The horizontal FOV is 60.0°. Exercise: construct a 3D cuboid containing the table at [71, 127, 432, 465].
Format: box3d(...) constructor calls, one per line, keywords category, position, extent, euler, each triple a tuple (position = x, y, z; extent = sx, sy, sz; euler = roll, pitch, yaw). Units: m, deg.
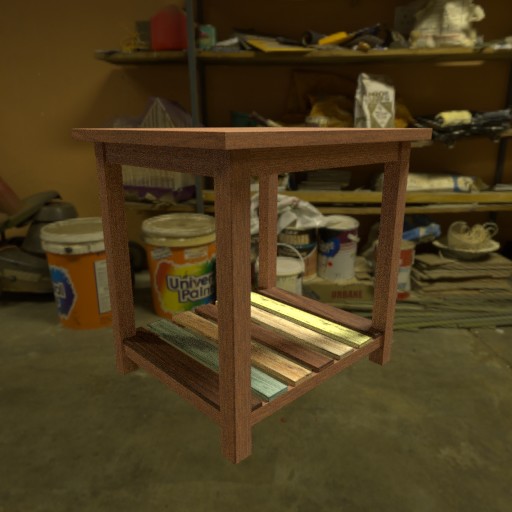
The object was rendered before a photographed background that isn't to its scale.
box3d(category="table", position=(0.000, 0.000, 1.150), extent=(0.660, 0.635, 0.559), euler=(-15, 22, -41))
